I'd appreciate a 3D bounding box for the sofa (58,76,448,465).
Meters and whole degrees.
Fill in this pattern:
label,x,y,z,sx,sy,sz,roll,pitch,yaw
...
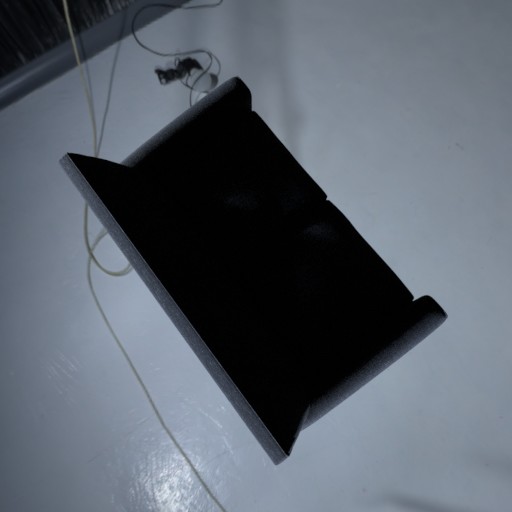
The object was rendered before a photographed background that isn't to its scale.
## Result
label,x,y,z,sx,sy,sz,roll,pitch,yaw
sofa,0.000,0.000,2.004,0.875,0.846,1.420,-37,78,-9
